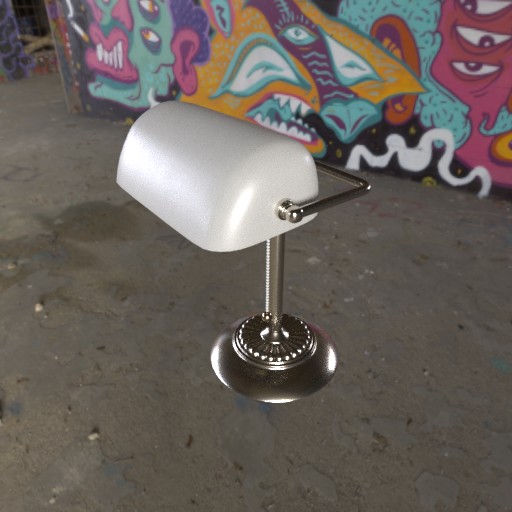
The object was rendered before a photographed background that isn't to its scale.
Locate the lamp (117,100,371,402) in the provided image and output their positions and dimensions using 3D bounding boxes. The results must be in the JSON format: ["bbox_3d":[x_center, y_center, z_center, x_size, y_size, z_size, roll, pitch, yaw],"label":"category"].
[{"bbox_3d":[0.000,0.000,0.521,0.243,0.339,0.264,-21,37,-31],"label":"lamp"}]
